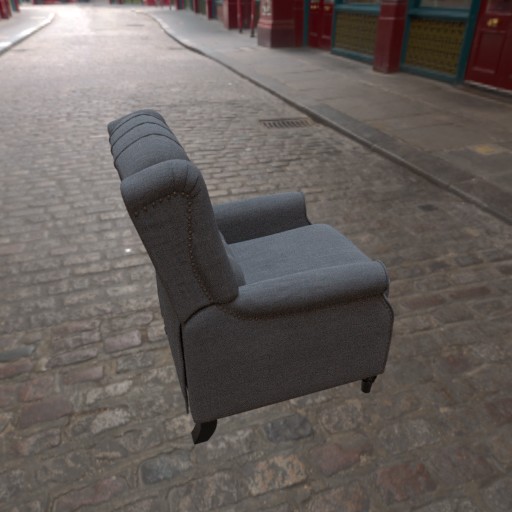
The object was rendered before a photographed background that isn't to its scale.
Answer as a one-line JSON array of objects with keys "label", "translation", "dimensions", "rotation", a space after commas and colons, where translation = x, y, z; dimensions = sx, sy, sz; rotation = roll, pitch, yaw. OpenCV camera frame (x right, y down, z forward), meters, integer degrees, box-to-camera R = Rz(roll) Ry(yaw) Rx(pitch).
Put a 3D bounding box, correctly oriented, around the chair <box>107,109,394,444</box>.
[{"label": "chair", "translation": [0.000, 0.000, 1.644], "dimensions": [0.898, 1.035, 0.742], "rotation": [-10, 32, -16]}]
